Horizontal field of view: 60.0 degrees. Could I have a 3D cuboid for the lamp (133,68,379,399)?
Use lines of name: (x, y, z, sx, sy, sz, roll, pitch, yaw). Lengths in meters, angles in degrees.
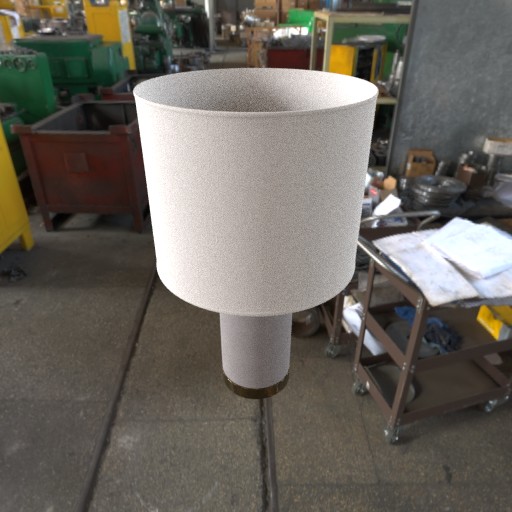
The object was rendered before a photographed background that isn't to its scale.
lamp: (0.000, 0.000, 0.521, 0.229, 0.380, 0.229, 0, 31, 0)
